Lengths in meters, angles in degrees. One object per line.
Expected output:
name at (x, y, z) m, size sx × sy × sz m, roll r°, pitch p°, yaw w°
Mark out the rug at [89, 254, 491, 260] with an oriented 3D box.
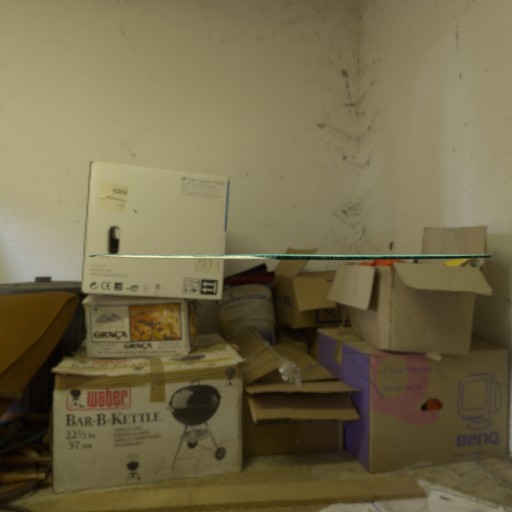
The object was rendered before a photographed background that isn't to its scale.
rug at (0.000, 0.000, 2.174) m, size 1.136 × 0.017 × 1.728 m, roll 0°, pitch 0°, yaw -36°
